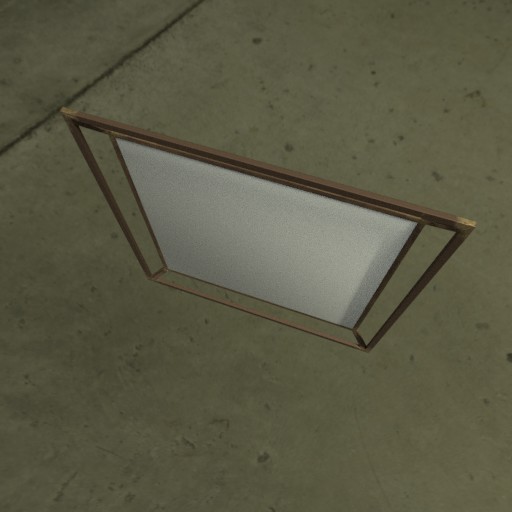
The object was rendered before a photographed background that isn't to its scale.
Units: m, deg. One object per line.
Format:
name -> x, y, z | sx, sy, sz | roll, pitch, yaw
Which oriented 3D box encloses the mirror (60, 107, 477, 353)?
mirror -> 0.000, 0.000, 0.893 | 0.610, 0.610, 0.032 | 17, 64, 9
